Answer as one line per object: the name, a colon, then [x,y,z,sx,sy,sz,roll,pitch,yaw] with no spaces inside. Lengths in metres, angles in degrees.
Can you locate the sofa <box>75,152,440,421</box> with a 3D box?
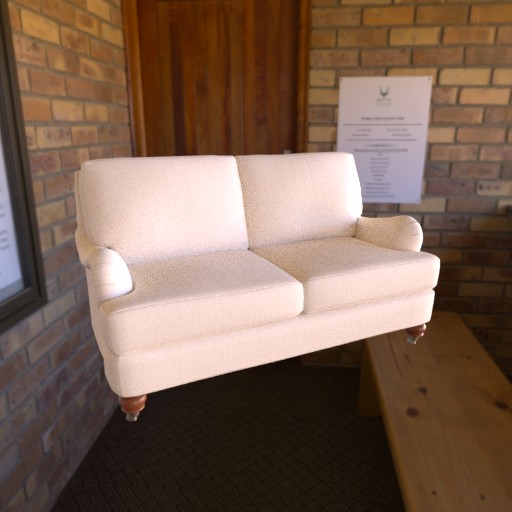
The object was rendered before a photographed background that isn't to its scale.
sofa: [0.000,0.000,2.526,1.853,1.101,1.084,-8,18,-25]
